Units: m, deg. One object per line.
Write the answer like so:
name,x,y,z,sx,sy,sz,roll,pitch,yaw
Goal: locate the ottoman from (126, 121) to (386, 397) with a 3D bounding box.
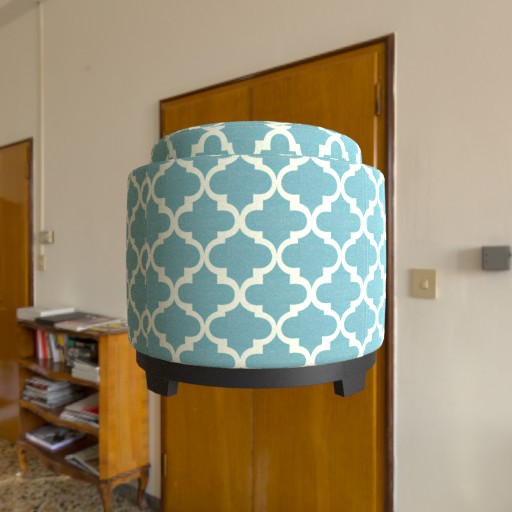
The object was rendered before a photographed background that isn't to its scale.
ottoman,0.000,0.000,0.853,0.480,0.429,0.480,0,1,0
